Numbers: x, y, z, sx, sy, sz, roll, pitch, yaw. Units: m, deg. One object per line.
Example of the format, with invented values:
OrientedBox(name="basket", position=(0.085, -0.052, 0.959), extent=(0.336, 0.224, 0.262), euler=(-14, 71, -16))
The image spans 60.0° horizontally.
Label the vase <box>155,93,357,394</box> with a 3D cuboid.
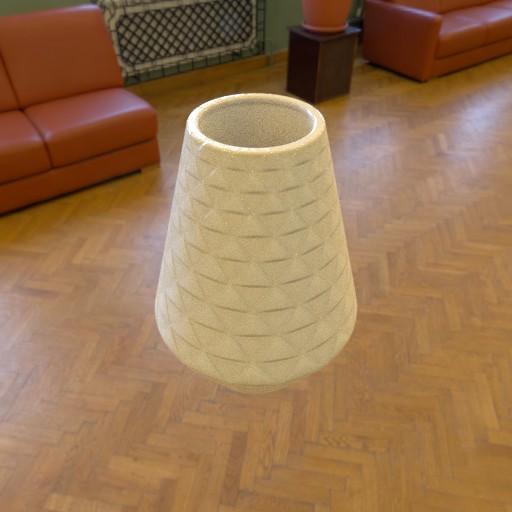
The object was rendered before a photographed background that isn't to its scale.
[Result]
OrientedBox(name="vase", position=(0.000, 0.000, 0.357), extent=(0.175, 0.230, 0.175), euler=(0, 41, 0))
